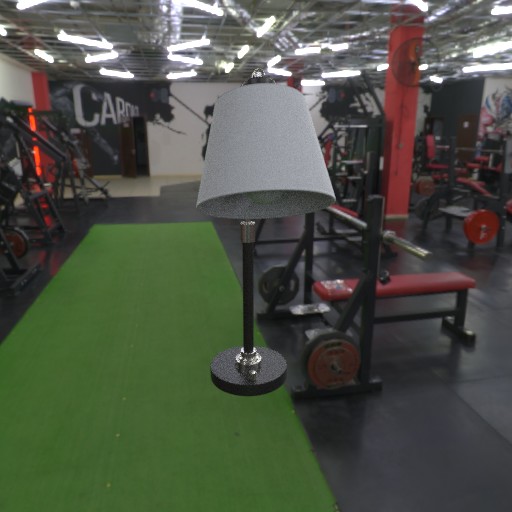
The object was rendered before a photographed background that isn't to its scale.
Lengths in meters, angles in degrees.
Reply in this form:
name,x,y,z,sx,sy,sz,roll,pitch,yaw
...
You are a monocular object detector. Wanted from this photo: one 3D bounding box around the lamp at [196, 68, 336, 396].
name,x,y,z,sx,sy,sz,roll,pitch,yaw
lamp,0.000,0.000,0.694,0.181,0.539,0.348,-2,16,-8
